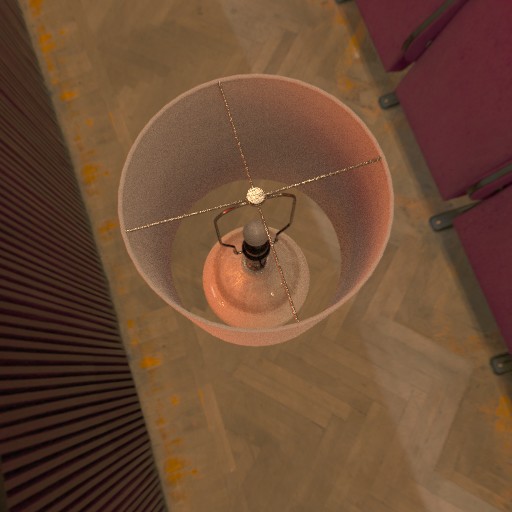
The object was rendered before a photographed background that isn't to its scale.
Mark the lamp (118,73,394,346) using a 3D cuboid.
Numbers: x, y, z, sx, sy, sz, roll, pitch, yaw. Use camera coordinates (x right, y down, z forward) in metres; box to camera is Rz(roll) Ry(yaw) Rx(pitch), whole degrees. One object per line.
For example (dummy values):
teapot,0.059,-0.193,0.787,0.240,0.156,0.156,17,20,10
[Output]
lamp,0.000,0.000,0.543,0.217,0.404,0.217,-17,77,-4
